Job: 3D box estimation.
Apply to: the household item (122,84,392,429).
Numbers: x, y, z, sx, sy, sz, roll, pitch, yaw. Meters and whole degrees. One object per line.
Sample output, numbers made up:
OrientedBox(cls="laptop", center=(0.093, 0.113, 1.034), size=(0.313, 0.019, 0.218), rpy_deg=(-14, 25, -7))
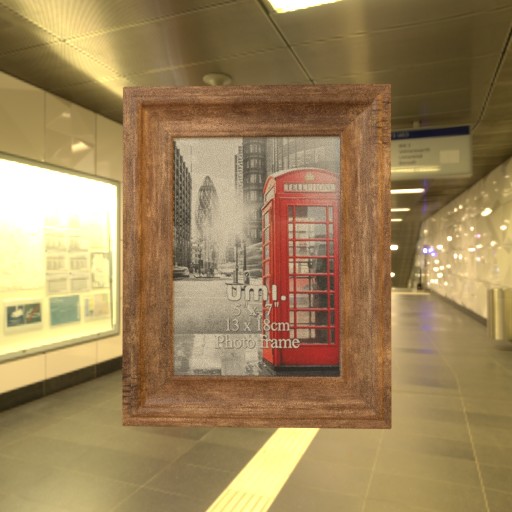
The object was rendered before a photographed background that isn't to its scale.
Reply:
OrientedBox(cls="household item", center=(0.000, 0.000, 0.314), size=(0.186, 0.237, 0.018), rpy_deg=(0, 0, 2))
